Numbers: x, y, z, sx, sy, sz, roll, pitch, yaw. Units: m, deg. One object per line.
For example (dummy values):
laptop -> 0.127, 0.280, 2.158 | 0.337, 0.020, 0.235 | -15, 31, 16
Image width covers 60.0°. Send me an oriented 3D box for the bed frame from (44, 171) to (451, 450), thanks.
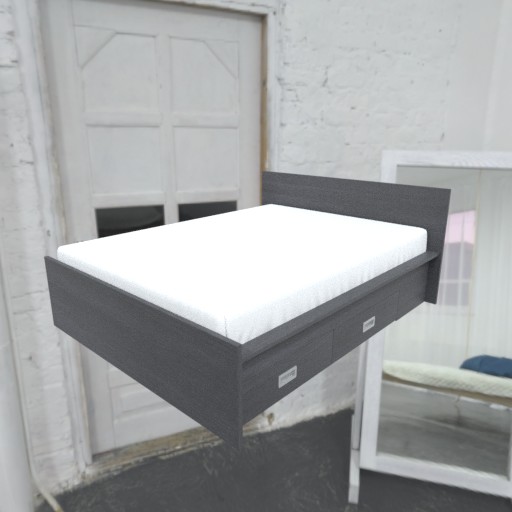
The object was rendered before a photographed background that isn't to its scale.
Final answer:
bed frame -> 0.000, 0.000, 2.813 | 1.622, 0.800, 1.960 | 15, 22, 40
